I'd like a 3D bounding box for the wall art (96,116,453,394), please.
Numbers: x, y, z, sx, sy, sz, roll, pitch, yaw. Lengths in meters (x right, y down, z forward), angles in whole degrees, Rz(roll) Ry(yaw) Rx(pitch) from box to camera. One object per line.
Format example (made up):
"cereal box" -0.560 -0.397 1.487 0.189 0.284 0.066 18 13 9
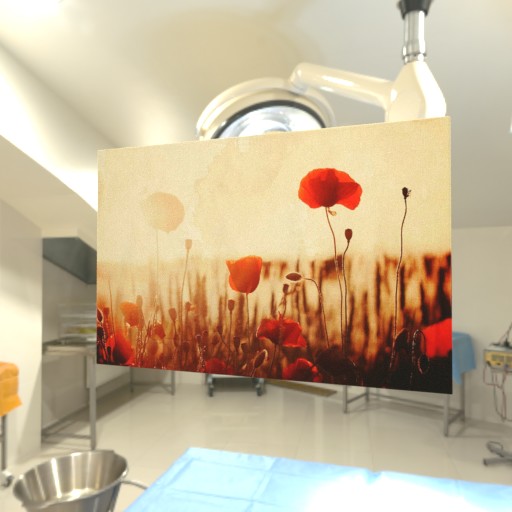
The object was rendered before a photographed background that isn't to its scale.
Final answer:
"wall art" 0.000 0.000 0.476 0.383 0.251 0.037 0 -1 19
